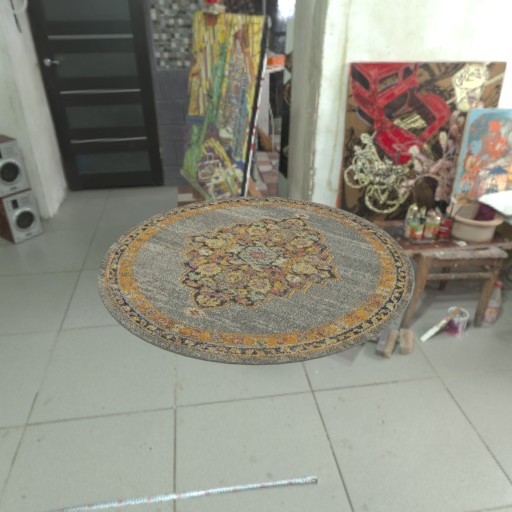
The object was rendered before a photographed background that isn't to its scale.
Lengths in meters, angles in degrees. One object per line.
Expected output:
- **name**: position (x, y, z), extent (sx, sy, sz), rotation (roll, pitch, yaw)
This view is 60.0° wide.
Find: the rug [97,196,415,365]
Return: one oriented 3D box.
- **rug**: position (0.000, 0.000, 3.482), extent (2.382, 0.014, 2.382), rotation (0, 30, 0)
